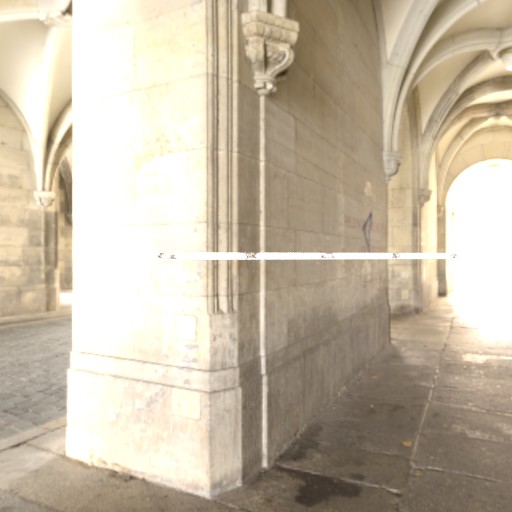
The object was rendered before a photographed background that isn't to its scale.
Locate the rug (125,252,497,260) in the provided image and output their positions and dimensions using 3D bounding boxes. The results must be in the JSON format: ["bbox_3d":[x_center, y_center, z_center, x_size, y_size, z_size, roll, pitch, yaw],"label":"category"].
[{"bbox_3d":[0.000,0.000,3.356,1.778,0.030,2.743,0,0,-19],"label":"rug"}]
